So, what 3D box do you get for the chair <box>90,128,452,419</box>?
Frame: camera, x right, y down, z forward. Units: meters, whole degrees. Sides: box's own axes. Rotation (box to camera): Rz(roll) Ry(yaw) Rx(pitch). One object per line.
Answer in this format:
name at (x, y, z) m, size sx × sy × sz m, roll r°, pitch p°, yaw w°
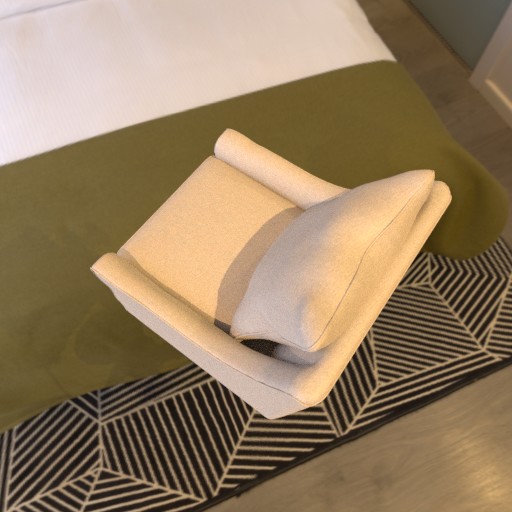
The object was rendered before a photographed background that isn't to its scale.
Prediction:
chair at (0.000, 0.000, 1.551) m, size 0.876 × 0.942 × 0.760 m, roll 33°, pitch 69°, yaw 15°
